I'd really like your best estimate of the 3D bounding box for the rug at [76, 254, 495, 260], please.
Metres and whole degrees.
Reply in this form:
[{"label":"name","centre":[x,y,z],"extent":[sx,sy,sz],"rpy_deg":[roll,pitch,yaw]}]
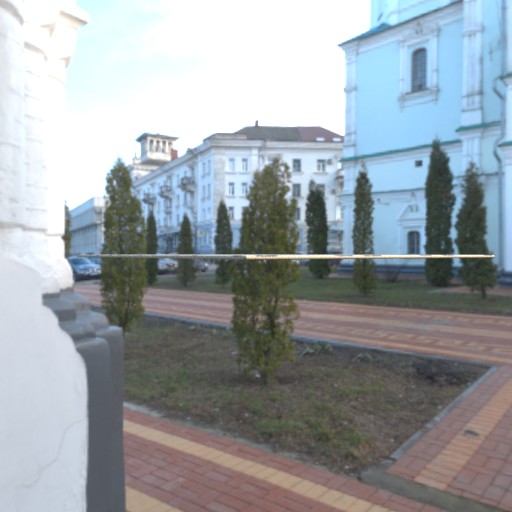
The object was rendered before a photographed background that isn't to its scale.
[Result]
[{"label":"rug","centre":[0.000,0.000,3.765],"extent":[2.211,0.021,2.910],"rpy_deg":[0,0,-36]}]
